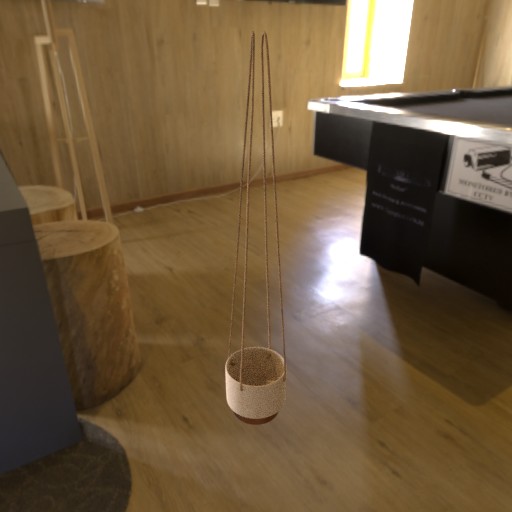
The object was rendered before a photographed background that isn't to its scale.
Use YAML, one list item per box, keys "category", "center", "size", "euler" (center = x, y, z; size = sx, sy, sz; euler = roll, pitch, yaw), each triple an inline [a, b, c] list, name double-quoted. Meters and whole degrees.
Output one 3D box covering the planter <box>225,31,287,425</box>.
- category: "planter"
  center: [0.000, 0.000, 0.928]
  size: [0.146, 0.841, 0.146]
  euler: [-8, 27, -16]
